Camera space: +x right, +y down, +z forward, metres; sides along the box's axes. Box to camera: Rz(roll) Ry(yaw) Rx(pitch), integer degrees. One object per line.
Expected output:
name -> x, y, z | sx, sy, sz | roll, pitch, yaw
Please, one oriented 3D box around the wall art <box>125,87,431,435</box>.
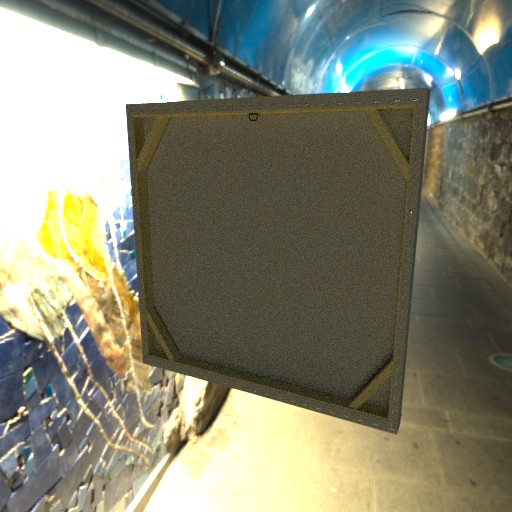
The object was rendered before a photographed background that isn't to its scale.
wall art -> 0.000, 0.000, 0.903 | 0.610, 0.610, 0.038 | 7, 16, 26
